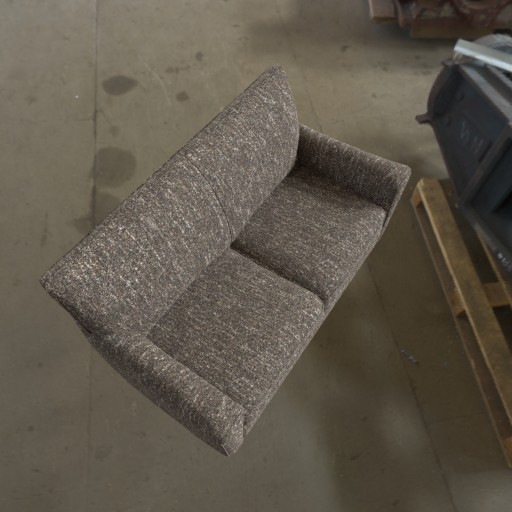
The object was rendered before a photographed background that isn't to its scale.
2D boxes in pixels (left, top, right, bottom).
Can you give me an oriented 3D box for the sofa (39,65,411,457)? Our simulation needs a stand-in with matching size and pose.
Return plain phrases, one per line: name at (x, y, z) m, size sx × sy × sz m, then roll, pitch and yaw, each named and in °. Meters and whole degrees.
sofa at (0.000, 0.000, 2.067) m, size 0.801 × 0.946 × 1.519 m, roll 31°, pitch 64°, yaw 17°
